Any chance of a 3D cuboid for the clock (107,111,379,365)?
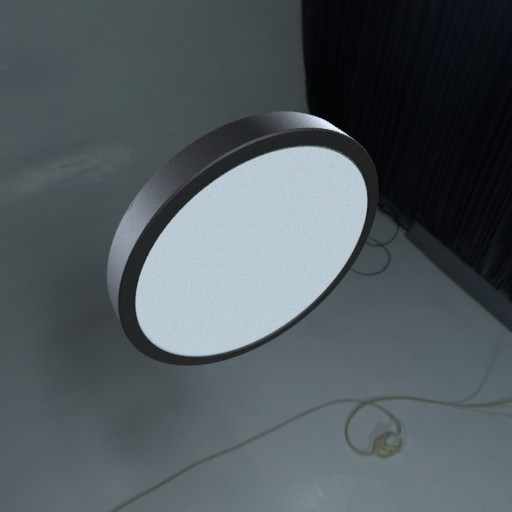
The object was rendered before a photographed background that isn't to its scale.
[{"bbox_3d":[0.000,0.000,0.453,0.293,0.293,0.040,-23,51,-21],"label":"clock"}]
